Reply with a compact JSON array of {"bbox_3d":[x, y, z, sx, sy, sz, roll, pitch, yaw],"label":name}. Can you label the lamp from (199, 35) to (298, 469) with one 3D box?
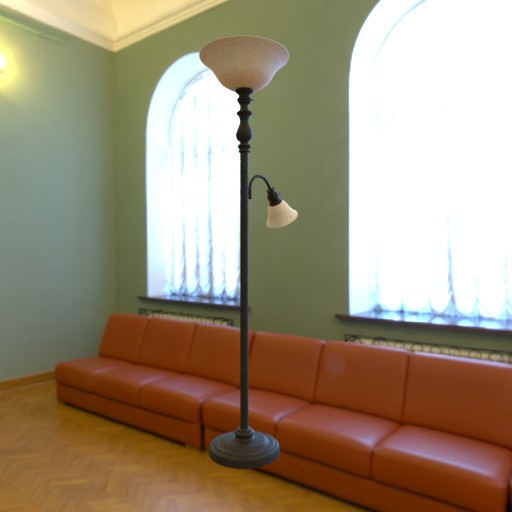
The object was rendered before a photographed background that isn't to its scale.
[{"bbox_3d":[0.000,0.000,2.079,0.405,1.793,0.588,0,0,35],"label":"lamp"}]
